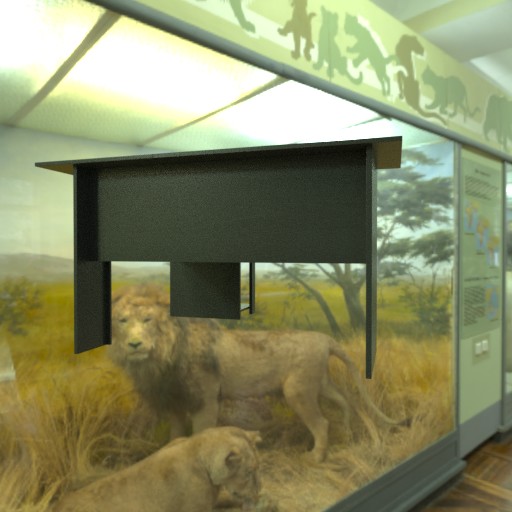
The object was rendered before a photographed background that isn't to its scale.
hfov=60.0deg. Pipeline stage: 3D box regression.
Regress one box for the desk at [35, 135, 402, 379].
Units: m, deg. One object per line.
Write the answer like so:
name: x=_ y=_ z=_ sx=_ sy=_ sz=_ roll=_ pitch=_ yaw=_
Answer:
desk: x=0.000 y=0.000 z=2.113 sx=1.303 sy=0.716 sz=1.361 roll=0 pitch=1 yaw=17
